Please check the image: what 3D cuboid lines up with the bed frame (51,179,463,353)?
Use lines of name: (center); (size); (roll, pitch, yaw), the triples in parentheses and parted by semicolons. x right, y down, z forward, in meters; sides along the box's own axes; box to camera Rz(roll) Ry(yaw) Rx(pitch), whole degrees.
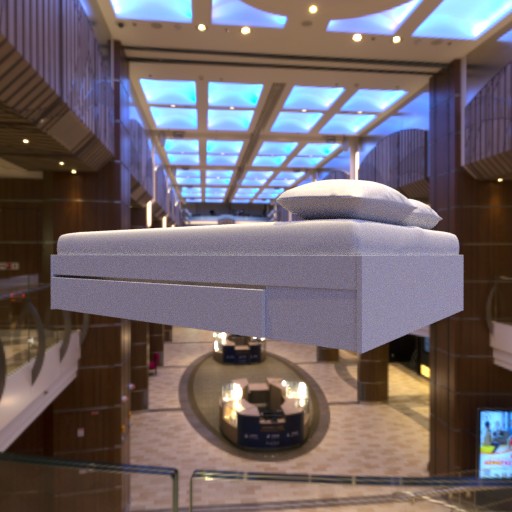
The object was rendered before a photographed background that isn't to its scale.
bed frame: (0.000, 0.000, 2.601); (1.950, 0.629, 1.450); (0, 0, 37)
